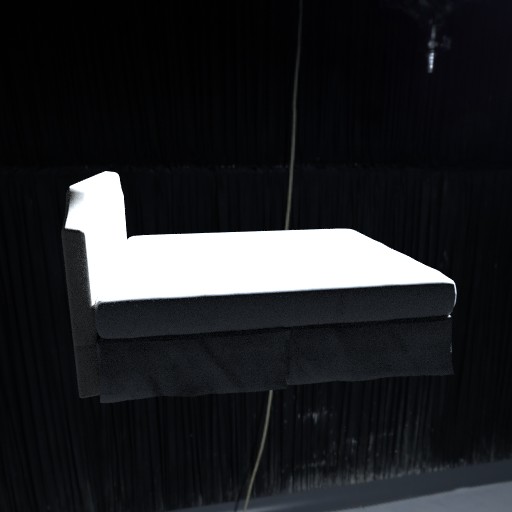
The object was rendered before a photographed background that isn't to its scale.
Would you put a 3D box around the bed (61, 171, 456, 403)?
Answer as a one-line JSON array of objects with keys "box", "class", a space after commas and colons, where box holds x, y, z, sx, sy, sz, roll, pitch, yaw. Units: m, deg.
[{"box": [0.000, 0.000, 3.599, 2.498, 1.293, 1.977, -2, 15, -9], "class": "bed"}]
